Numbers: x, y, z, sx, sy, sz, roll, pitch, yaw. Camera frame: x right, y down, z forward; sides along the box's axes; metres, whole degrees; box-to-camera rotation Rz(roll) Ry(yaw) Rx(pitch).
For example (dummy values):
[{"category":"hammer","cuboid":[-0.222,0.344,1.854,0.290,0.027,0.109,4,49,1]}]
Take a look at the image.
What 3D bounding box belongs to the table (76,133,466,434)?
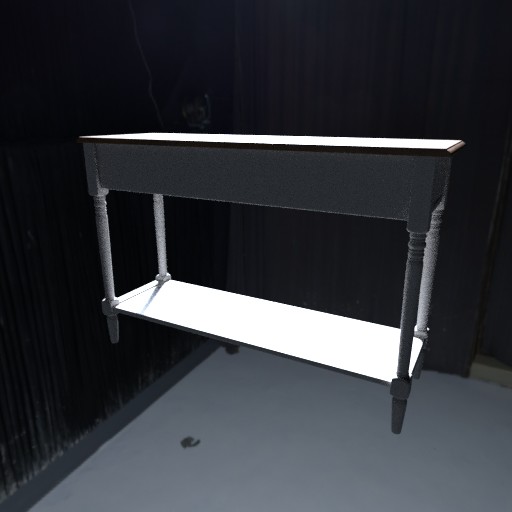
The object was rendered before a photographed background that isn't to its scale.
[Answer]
[{"category":"table","cuboid":[0.000,0.000,1.560,1.219,0.800,0.399,9,20,27]}]
